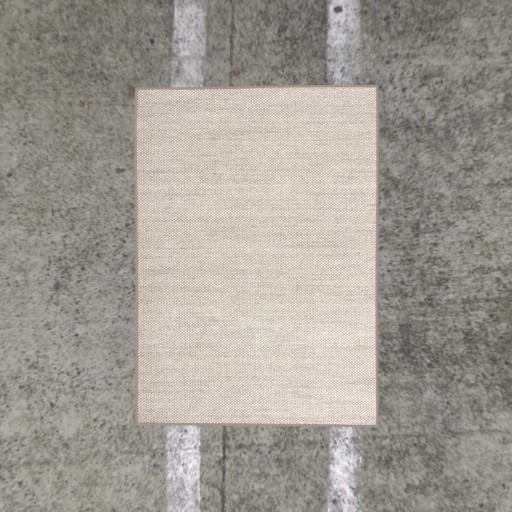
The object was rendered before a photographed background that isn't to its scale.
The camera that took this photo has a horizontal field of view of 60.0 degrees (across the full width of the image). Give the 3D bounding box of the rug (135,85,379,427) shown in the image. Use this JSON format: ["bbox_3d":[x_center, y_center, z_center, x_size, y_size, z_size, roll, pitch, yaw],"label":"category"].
[{"bbox_3d":[0.000,0.000,2.751,1.517,0.013,2.115,0,90,1],"label":"rug"}]
